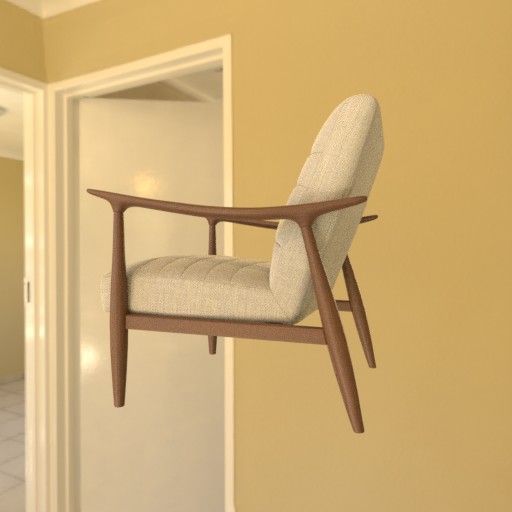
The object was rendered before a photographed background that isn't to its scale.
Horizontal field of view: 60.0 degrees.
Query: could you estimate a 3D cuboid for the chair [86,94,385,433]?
[{"bbox_3d":[0.000,0.000,1.455,0.798,0.832,0.741,0,1,18],"label":"chair"}]
